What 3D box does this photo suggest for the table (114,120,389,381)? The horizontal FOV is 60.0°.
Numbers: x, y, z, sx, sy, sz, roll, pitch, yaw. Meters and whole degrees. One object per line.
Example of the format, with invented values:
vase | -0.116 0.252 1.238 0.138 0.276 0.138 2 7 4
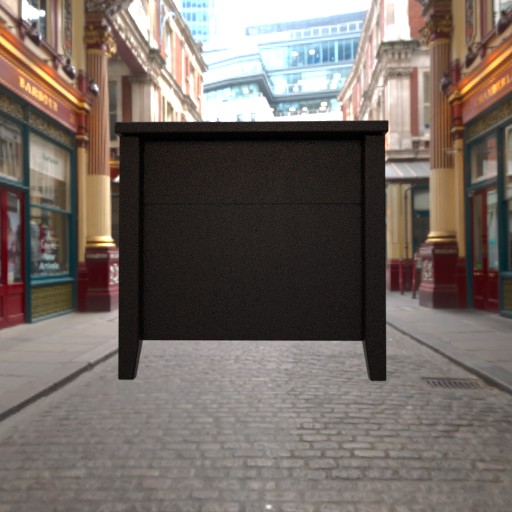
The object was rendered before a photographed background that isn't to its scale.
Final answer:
table | 0.000 0.000 1.282 0.483 0.457 1.016 0 -1 1
